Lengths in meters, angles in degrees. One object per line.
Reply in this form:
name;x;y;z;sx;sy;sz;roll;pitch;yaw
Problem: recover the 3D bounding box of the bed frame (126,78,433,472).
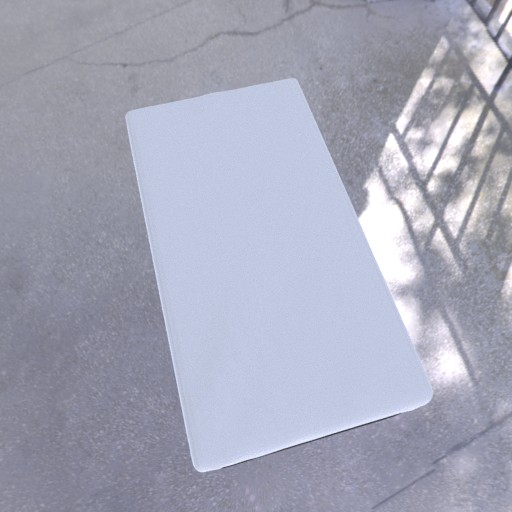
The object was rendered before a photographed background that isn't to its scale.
bed frame;0.000;0.000;2.377;1.025;0.640;1.908;-14;65;-7
